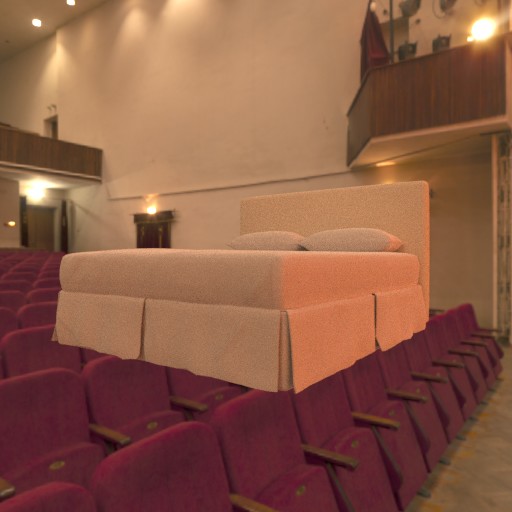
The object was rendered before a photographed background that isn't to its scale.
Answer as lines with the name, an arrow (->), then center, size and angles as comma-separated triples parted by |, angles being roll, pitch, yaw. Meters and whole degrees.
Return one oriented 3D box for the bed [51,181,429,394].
bed -> 0.000, 0.000, 3.555 | 2.119, 1.317, 2.341 | 0, 0, 36
